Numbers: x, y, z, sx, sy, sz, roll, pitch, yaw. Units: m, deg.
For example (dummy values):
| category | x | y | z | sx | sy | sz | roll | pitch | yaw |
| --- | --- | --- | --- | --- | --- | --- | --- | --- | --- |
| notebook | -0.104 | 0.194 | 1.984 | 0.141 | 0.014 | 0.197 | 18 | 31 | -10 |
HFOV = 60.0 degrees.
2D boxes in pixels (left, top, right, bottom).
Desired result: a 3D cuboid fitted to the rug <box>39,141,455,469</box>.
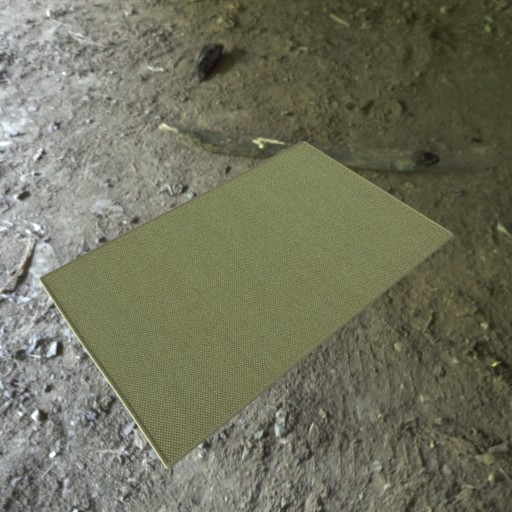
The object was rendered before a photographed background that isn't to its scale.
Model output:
| category | x | y | z | sx | sy | sz | roll | pitch | yaw |
| --- | --- | --- | --- | --- | --- | --- | --- | --- | --- |
| rug | 0.000 | 0.000 | 2.087 | 1.676 | 0.013 | 1.067 | -32 | 56 | -26 |
